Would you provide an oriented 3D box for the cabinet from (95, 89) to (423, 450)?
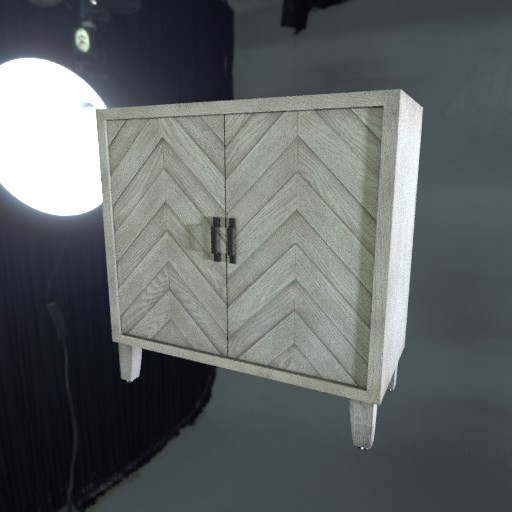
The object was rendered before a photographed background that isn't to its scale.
[{"bbox_3d":[0.000,0.000,1.238,0.781,0.787,0.370,6,14,26],"label":"cabinet"}]
